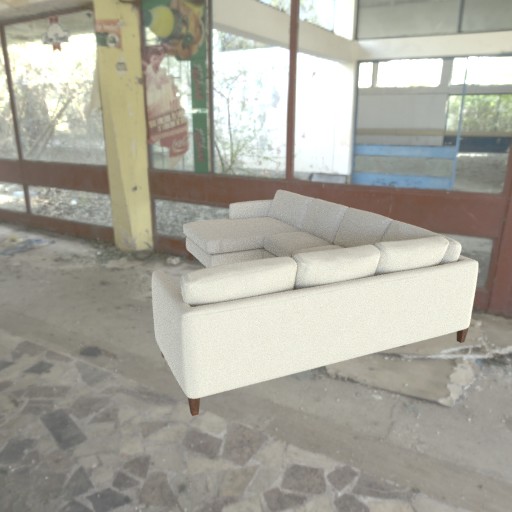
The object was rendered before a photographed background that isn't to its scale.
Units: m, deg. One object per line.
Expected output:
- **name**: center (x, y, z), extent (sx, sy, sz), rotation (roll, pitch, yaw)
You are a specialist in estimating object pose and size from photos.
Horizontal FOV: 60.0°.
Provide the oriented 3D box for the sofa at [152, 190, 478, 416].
- **sofa**: center (0.000, 0.000, 4.736), extent (2.593, 0.956, 3.459), rotation (-8, 18, -23)
